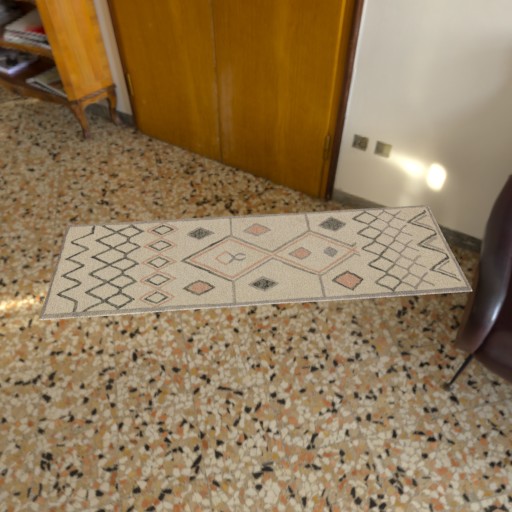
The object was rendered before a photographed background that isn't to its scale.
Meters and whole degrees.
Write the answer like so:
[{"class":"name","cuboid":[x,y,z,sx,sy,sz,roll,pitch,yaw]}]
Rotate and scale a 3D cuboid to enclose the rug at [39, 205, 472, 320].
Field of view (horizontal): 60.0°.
[{"class":"rug","cuboid":[0.000,0.000,2.731,2.435,0.011,0.750,-3,48,-3]}]
